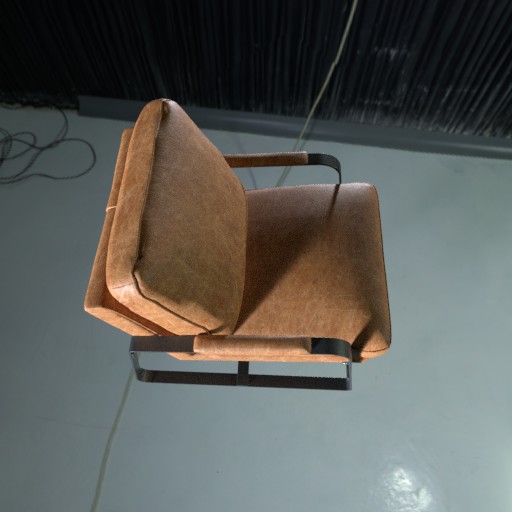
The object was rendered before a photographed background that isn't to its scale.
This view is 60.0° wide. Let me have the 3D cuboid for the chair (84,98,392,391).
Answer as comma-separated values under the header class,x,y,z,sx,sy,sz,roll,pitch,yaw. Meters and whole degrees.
class,x,y,z,sx,sy,sz,roll,pitch,yaw
chair,0.000,0.000,1.363,0.801,0.777,0.651,2,63,1
